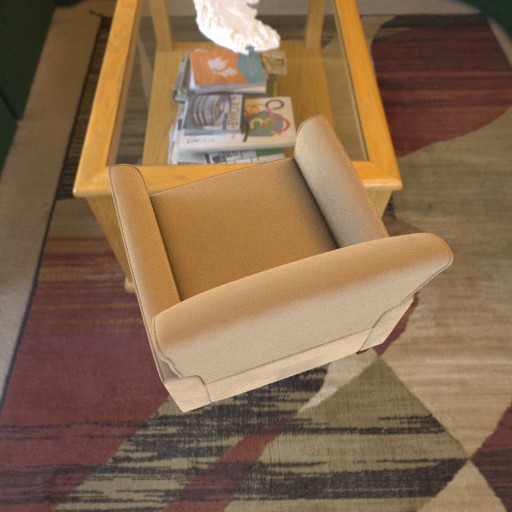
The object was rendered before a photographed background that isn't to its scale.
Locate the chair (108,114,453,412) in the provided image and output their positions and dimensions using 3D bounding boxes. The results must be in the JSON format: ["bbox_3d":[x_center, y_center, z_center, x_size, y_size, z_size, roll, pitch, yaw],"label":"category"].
[{"bbox_3d":[0.000,0.000,1.561,0.820,0.915,0.821,-17,61,-10],"label":"chair"}]
